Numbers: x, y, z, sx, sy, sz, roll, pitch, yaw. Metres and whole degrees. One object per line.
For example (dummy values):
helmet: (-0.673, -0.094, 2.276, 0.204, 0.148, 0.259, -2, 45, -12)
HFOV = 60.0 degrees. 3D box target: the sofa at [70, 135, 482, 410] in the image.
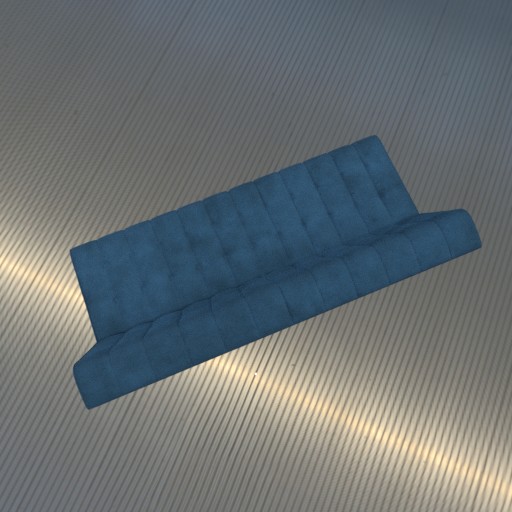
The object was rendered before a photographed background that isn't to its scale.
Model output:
sofa: (0.000, 0.000, 2.312, 1.804, 0.813, 0.855, -21, 76, -6)
